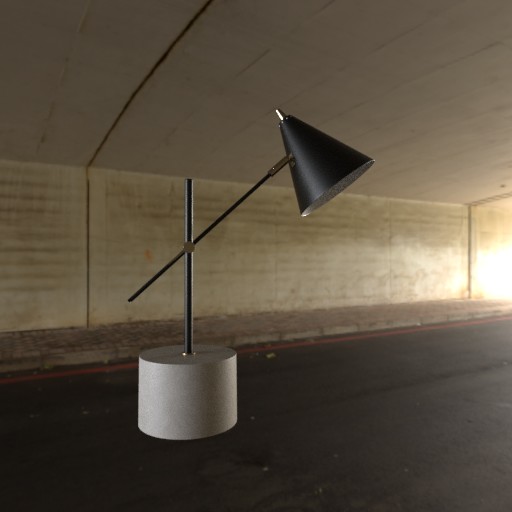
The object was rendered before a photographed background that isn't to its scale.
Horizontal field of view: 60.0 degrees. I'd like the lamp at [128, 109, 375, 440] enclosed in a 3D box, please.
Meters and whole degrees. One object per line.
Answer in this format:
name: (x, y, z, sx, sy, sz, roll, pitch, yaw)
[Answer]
lamp: (0.000, 0.000, 0.730, 0.403, 0.518, 0.214, 0, -1, 1)
